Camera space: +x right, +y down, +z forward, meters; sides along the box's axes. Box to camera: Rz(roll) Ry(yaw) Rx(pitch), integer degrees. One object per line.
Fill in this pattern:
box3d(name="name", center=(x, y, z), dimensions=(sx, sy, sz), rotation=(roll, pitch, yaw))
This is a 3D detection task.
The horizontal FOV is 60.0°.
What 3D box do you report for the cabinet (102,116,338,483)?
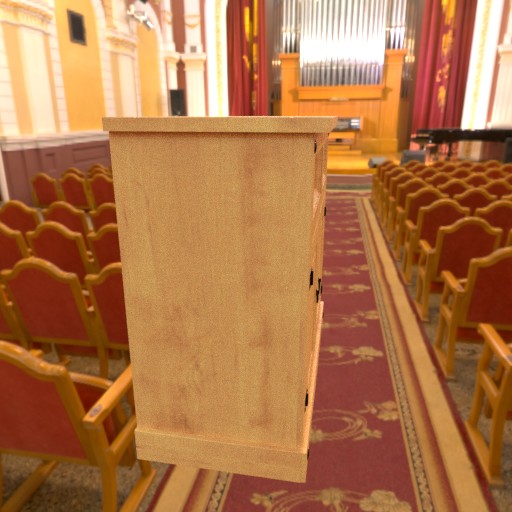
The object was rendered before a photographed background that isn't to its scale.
box3d(name="cabinet", center=(0.000, 0.000, 1.400), dimensions=(0.450, 0.840, 0.920), rotation=(3, 18, 10))
